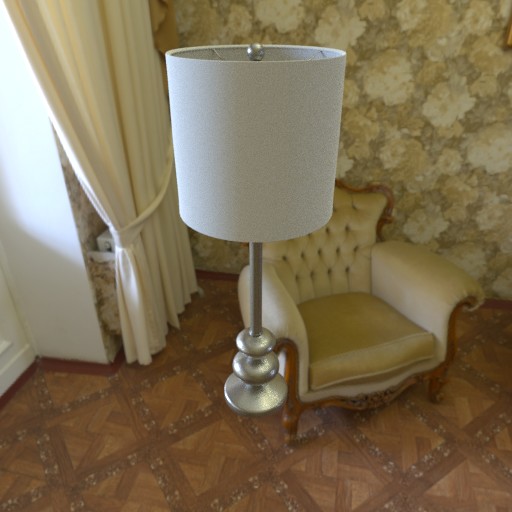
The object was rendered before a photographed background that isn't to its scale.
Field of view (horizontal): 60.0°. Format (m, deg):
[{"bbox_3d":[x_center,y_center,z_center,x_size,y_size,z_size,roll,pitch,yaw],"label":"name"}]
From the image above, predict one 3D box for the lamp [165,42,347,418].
[{"bbox_3d":[0.000,0.000,0.792,0.254,0.690,0.254,-19,34,-29],"label":"lamp"}]
